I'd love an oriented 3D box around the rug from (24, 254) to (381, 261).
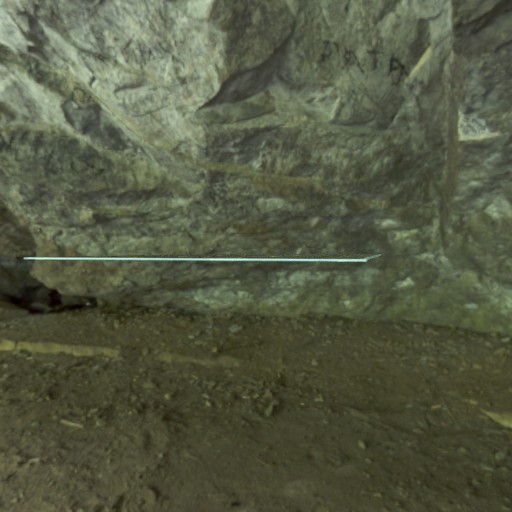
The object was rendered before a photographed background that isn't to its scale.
[{"bbox_3d":[0.000,0.000,2.877,1.522,0.008,2.284,0,1,17],"label":"rug"}]
